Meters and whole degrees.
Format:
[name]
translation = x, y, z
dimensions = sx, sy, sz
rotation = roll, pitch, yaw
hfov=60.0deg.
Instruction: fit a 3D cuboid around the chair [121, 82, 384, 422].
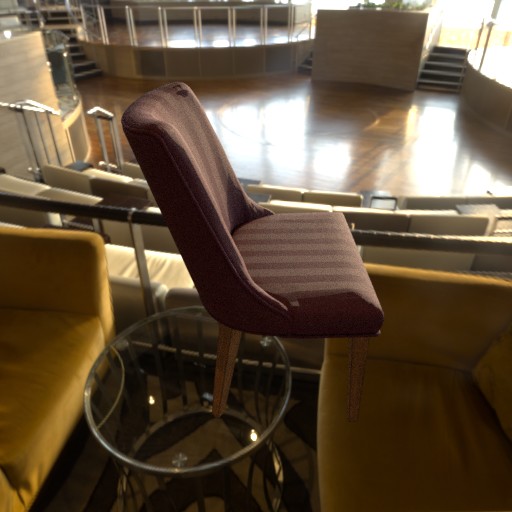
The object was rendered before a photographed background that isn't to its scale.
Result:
[chair]
translation = 0.000, 0.000, 1.327
dimensions = 0.638, 0.916, 0.548
rotation = -1, 34, -1
